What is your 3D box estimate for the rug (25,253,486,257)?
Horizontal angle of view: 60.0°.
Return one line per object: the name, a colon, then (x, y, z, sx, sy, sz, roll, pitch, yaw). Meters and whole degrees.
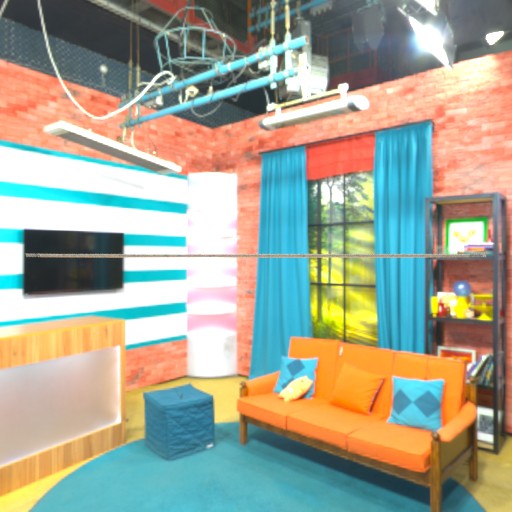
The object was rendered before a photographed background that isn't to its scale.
rug: (0.000, 0.000, 2.310, 1.771, 0.015, 1.223, 0, 0, 0)
